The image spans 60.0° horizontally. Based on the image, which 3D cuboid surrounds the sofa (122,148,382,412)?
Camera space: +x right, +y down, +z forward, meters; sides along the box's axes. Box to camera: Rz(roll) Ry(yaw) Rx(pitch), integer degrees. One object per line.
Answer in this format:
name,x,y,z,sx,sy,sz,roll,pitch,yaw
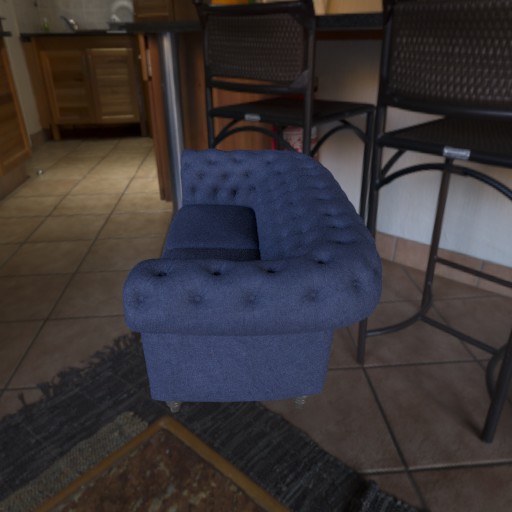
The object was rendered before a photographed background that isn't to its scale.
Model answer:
sofa,0.000,0.000,2.564,1.082,0.833,1.988,-1,27,-2
